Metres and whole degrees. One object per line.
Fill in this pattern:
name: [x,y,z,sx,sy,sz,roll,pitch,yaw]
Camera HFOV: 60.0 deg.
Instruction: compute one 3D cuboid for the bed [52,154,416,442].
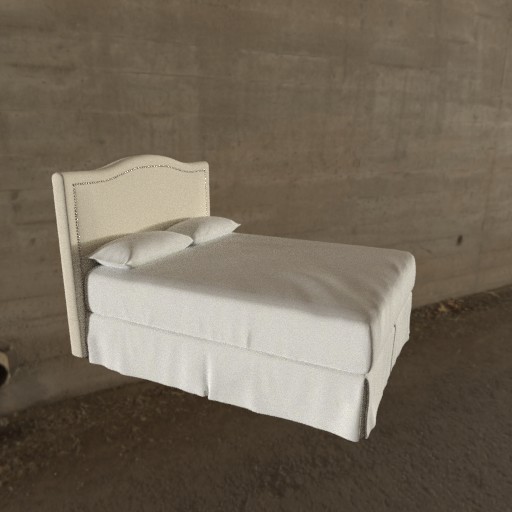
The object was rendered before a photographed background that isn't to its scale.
bed: [0.000,0.000,3.338,2.143,1.460,1.753,7,16,26]
